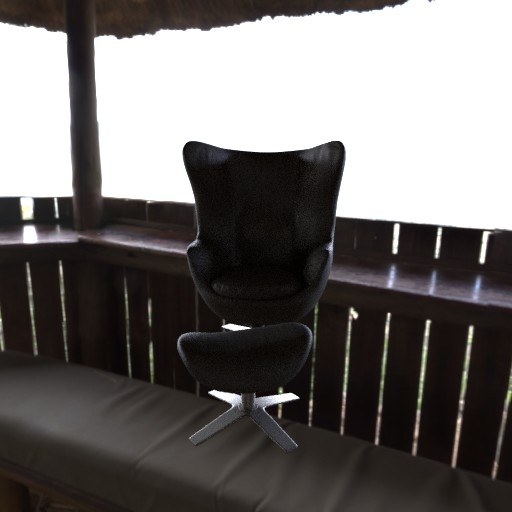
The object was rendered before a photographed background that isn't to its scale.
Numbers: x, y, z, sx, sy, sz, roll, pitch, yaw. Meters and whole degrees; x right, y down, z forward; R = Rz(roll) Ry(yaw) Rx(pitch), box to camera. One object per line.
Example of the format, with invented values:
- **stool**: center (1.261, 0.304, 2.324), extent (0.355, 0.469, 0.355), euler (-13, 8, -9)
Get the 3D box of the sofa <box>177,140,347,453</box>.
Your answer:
- **sofa**: center (0.000, 0.000, 2.205), extent (0.894, 1.135, 1.444), euler (1, 13, 6)
